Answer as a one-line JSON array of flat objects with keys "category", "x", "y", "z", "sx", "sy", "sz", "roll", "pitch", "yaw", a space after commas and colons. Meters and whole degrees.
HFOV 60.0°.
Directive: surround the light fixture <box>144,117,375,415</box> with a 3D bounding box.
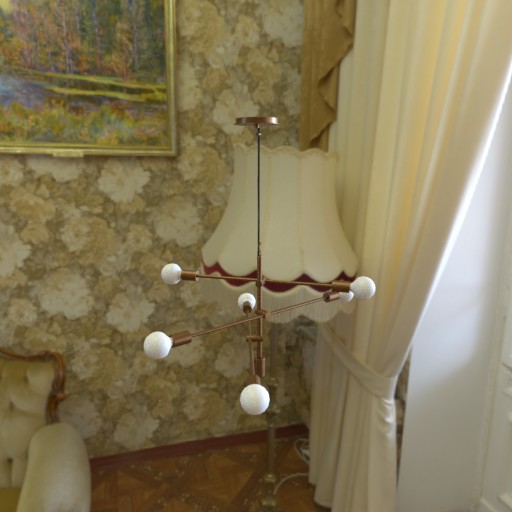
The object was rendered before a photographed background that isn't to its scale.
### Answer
[{"category": "light fixture", "x": 0.000, "y": 0.000, "z": 1.255, "sx": 0.637, "sy": 0.744, "sz": 0.682, "roll": 6, "pitch": 14, "yaw": 25}]
